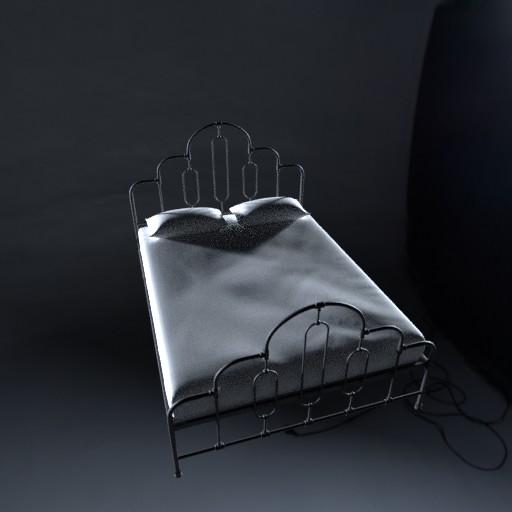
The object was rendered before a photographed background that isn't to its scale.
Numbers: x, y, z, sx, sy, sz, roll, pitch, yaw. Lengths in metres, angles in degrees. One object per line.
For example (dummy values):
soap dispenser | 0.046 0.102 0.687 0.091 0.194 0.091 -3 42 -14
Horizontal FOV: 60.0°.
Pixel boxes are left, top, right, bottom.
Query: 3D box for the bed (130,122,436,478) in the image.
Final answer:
bed | 0.000 0.000 3.250 1.640 1.429 2.163 -9 32 -15
